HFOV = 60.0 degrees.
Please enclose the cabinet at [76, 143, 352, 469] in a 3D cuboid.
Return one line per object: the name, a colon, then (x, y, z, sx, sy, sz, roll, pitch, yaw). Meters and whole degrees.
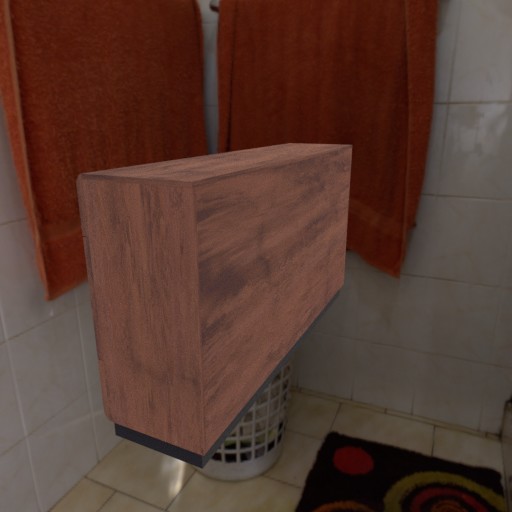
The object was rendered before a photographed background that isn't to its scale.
cabinet: (0.000, 0.000, 2.006, 0.420, 0.900, 1.600, 8, 19, 24)
